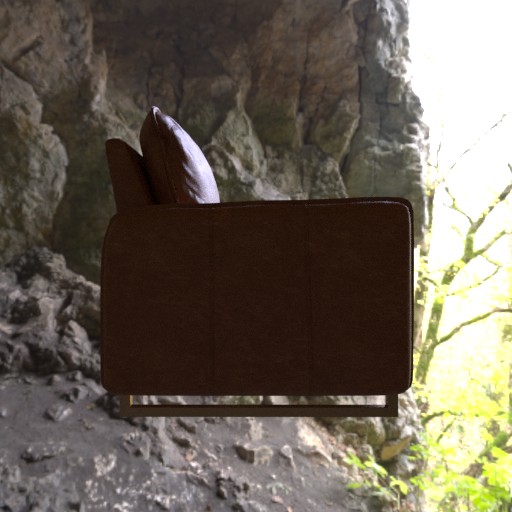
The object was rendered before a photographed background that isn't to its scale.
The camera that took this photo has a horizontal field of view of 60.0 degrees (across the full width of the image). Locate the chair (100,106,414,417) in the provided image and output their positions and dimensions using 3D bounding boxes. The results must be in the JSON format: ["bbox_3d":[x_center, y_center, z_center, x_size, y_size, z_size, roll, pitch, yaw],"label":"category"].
[{"bbox_3d":[0.000,0.000,1.621,0.922,0.922,0.830,0,0,0],"label":"chair"}]
